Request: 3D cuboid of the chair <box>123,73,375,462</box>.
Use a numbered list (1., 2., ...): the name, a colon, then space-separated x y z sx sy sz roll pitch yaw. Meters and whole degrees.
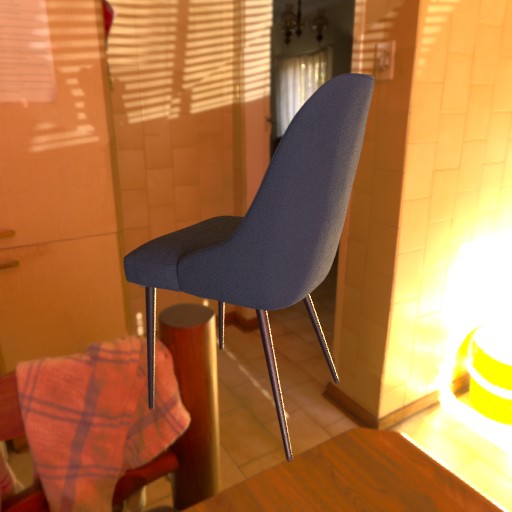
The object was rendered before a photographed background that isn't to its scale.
1. chair: 0.000 0.000 1.209 0.559 0.896 0.478 9 20 26
